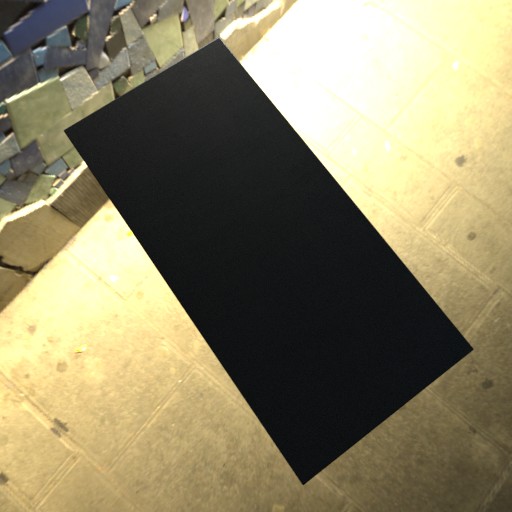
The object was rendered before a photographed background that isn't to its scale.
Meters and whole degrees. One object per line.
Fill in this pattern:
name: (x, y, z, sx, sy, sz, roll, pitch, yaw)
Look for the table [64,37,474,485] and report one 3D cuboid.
table: (0.000, 0.000, 1.285, 0.483, 0.457, 1.016, -35, 79, -8)
